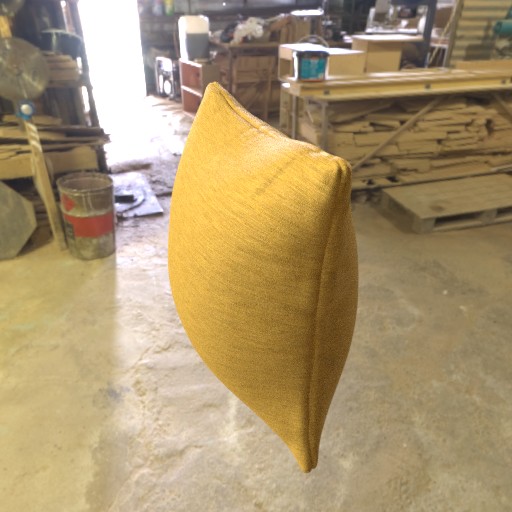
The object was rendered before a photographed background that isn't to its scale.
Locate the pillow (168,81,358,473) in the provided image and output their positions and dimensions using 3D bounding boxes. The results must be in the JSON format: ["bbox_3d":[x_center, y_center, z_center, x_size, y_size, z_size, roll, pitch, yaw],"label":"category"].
[{"bbox_3d":[0.000,0.000,0.644,0.247,0.417,0.435,-10,32,-17],"label":"pillow"}]
